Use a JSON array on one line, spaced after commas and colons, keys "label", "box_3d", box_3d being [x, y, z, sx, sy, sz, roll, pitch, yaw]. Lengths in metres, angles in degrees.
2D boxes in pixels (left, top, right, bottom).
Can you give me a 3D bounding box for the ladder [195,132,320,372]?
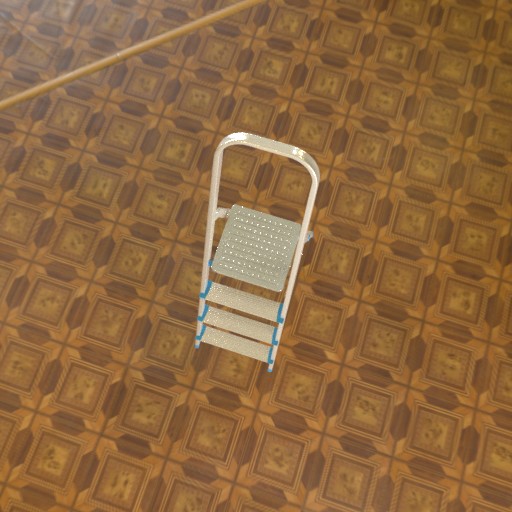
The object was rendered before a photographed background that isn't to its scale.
[{"label": "ladder", "box_3d": [0.000, 0.000, 1.835, 0.445, 1.434, 0.842, 17, 76, 4]}]
